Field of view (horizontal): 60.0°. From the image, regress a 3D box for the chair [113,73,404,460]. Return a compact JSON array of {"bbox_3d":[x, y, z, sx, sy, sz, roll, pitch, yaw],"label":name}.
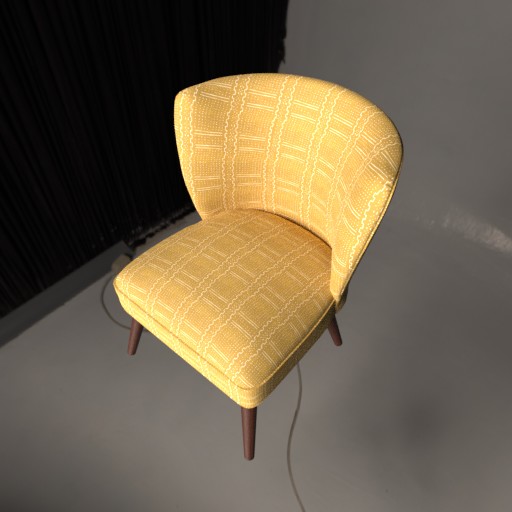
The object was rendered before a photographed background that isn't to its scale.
[{"bbox_3d":[0.000,0.000,1.399,0.706,0.866,0.758,31,54,27],"label":"chair"}]
